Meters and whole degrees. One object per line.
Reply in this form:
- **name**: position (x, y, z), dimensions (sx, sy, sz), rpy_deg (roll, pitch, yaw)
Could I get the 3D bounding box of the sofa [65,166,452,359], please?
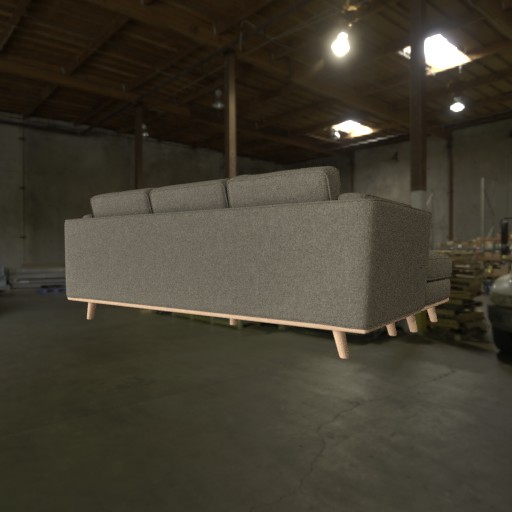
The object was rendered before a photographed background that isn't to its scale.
- **sofa**: position (0.000, 0.000, 3.212), dimensions (2.411, 0.929, 1.604), rpy_deg (1, 1, 36)
